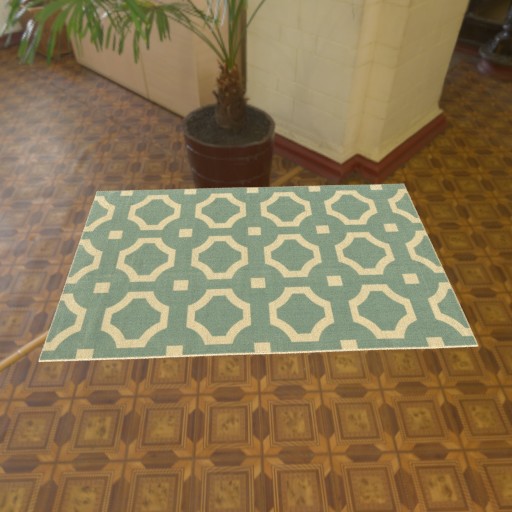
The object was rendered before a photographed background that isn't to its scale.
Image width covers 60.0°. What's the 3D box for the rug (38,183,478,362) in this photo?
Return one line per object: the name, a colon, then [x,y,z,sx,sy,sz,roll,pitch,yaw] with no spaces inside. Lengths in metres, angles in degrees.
rug: [0.000,0.000,2.989,2.443,0.015,1.528,-2,45,-2]
